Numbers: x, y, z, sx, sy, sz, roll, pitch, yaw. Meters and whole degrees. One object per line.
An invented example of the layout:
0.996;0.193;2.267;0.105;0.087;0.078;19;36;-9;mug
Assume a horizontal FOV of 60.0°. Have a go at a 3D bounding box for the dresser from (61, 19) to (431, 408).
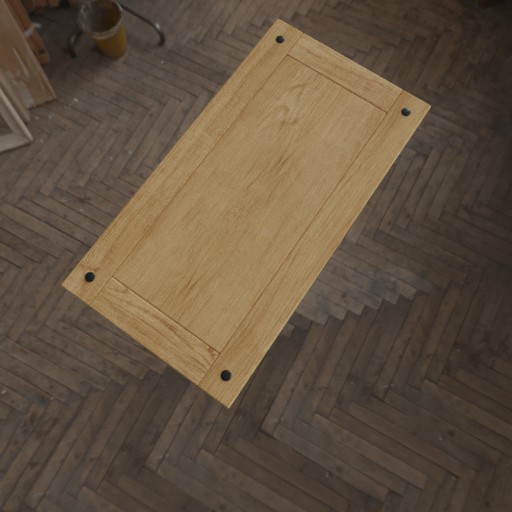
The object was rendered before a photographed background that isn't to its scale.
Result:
0.000;0.000;1.724;0.485;1.300;0.915;34;78;8;dresser
